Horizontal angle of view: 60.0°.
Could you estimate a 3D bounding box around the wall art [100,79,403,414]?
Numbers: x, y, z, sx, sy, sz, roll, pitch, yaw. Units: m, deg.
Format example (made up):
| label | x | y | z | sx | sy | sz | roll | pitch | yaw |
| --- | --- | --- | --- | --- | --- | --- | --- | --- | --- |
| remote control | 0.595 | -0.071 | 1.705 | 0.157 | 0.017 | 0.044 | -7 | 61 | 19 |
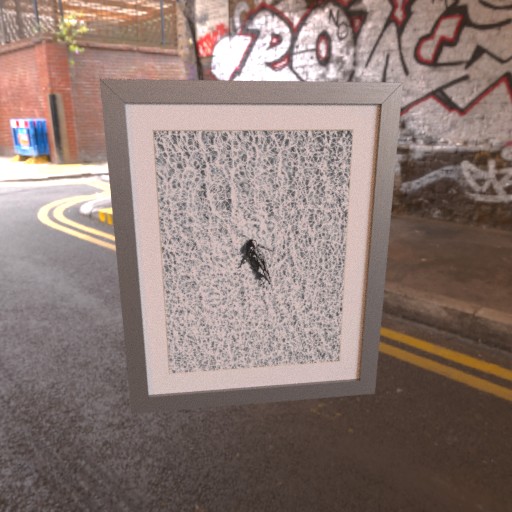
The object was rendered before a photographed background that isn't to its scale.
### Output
| label | x | y | z | sx | sy | sz | roll | pitch | yaw |
| --- | --- | --- | --- | --- | --- | --- | --- | --- | --- |
| wall art | 0.000 | 0.000 | 0.516 | 0.308 | 0.379 | 0.030 | -2 | 17 | -7 |
